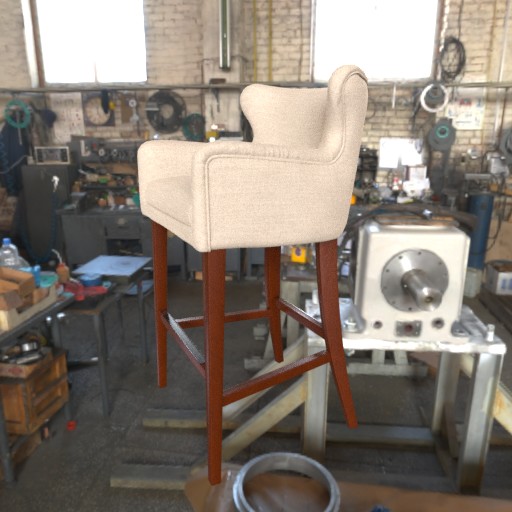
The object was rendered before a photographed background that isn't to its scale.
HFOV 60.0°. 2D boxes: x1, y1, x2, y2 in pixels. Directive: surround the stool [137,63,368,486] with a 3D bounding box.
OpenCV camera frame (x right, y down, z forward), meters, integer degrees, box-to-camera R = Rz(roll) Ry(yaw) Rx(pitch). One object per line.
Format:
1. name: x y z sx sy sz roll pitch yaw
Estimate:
1. stool: 0.000 0.000 1.338 0.563 1.034 0.556 -7 17 -26
